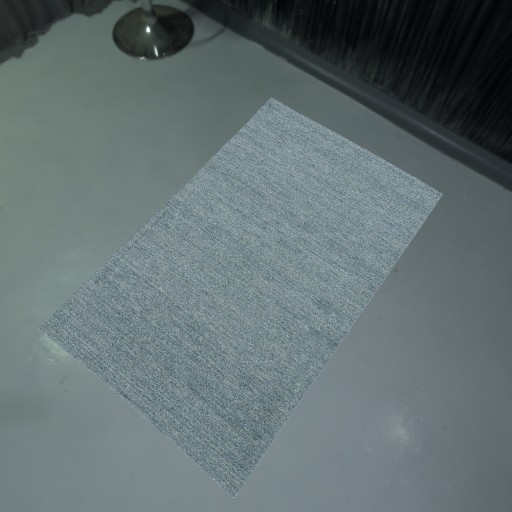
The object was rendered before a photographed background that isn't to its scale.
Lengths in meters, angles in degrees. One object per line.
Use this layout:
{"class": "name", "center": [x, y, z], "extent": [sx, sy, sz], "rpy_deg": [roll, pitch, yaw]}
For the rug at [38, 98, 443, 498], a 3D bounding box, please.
{"class": "rug", "center": [0.000, 0.000, 2.253], "extent": [1.174, 0.022, 1.853], "rpy_deg": [34, 69, 16]}
